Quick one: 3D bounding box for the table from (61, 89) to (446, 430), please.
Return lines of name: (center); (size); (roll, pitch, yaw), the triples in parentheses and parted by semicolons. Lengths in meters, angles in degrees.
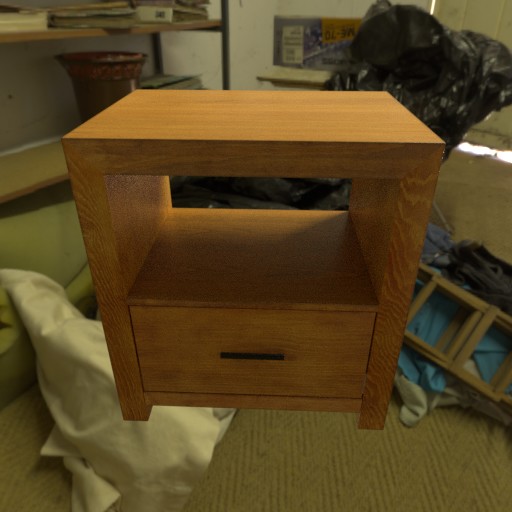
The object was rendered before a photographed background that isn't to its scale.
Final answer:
table: (0.000, 0.000, 0.949); (0.550, 0.605, 0.400); (1, 30, 2)
